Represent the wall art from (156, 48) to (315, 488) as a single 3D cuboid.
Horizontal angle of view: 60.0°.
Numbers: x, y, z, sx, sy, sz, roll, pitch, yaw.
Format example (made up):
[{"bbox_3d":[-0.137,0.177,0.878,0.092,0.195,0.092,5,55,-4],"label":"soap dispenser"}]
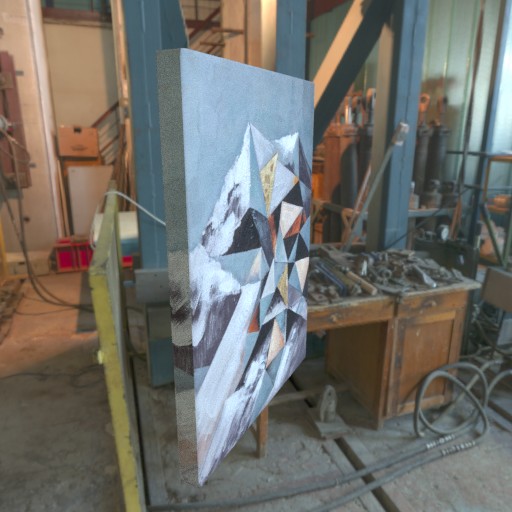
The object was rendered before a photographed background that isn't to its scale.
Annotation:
[{"bbox_3d":[0.000,0.000,0.788,0.037,0.613,0.455,8,18,26],"label":"wall art"}]
